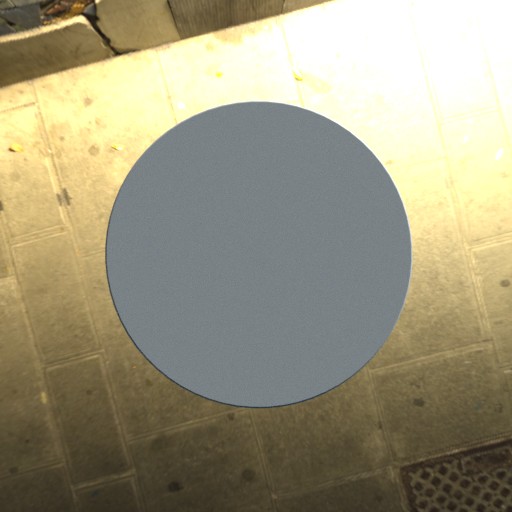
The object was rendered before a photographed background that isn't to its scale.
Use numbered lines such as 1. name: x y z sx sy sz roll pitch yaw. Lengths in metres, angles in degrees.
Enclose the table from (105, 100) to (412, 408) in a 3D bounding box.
1. table: 0.000 0.000 1.685 0.795 1.105 0.792 0 89 -1
